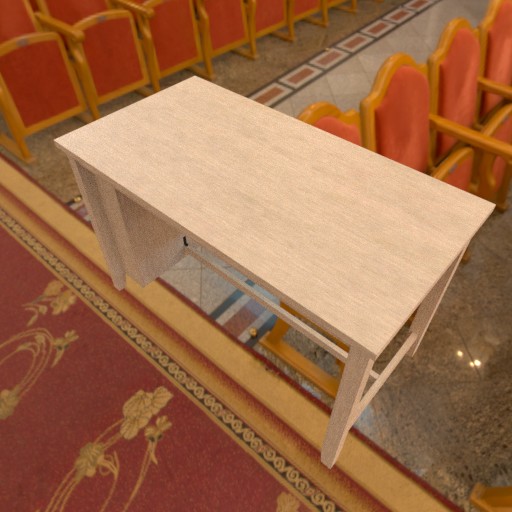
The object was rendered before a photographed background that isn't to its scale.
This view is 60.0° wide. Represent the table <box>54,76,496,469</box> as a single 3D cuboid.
[{"bbox_3d":[0.000,0.000,1.859,1.397,0.874,0.729,33,55,27],"label":"table"}]
